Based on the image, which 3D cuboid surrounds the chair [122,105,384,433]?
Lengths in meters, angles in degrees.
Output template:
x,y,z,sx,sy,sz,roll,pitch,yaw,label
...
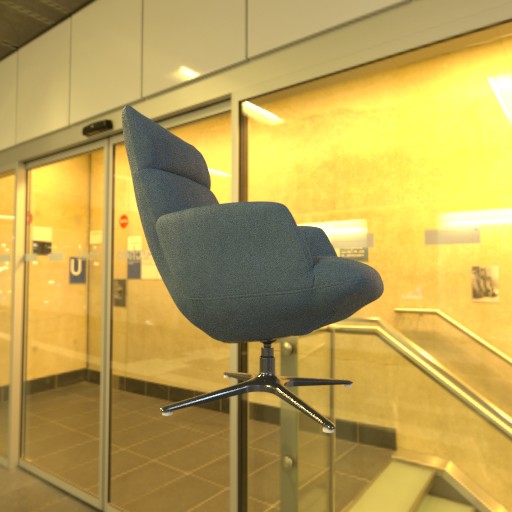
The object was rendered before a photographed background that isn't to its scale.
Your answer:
x,y,z,sx,sy,sz,roll,pitch,yaw,label
0.000,0.000,1.608,0.889,1.016,0.711,-1,-3,17,chair
